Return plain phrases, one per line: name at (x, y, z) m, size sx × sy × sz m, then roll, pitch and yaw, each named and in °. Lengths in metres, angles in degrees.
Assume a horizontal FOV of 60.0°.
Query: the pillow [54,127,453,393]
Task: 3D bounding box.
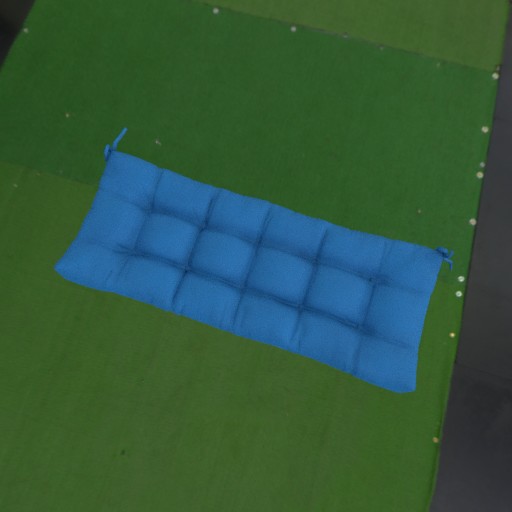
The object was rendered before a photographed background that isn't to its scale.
pillow at (0.000, 0.000, 1.380) m, size 1.194 × 0.174 × 0.511 m, roll 18°, pitch 76°, yaw 5°
